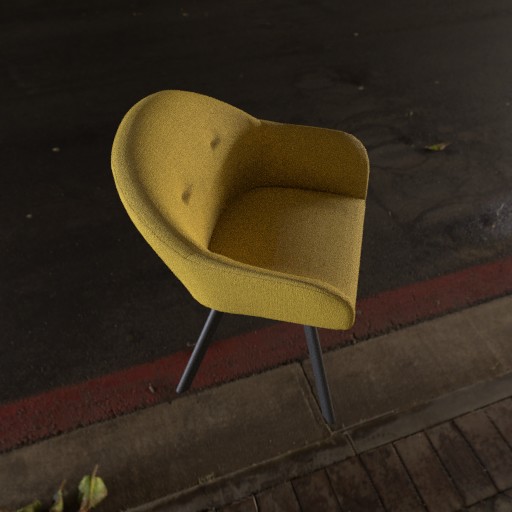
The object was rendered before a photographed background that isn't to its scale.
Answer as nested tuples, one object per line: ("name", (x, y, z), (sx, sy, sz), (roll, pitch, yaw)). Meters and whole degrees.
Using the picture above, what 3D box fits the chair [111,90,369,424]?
("chair", (0.000, 0.000, 1.167), (0.565, 0.775, 0.545), (10, 47, 9))
